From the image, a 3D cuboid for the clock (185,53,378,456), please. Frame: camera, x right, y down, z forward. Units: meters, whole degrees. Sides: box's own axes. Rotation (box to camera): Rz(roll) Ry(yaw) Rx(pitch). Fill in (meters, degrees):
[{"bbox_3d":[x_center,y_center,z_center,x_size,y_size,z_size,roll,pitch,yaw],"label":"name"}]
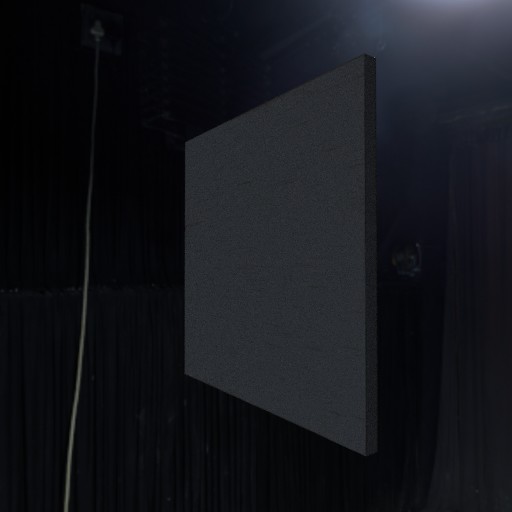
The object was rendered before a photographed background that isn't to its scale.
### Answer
[{"bbox_3d":[0.000,0.000,1.072,0.032,0.705,0.705,1,-1,-35],"label":"clock"}]
